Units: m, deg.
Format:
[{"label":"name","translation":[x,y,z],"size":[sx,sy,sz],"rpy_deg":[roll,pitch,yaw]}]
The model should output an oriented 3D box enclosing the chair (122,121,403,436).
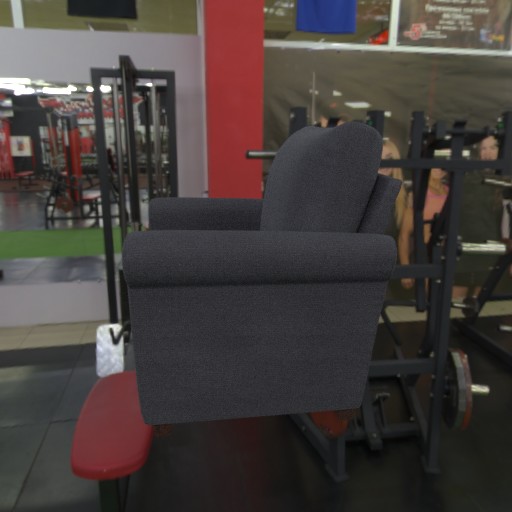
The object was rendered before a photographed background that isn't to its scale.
[{"label":"chair","translation":[0.000,0.000,1.647],"size":[0.828,0.942,0.867],"rpy_deg":[-2,15,-7]}]
